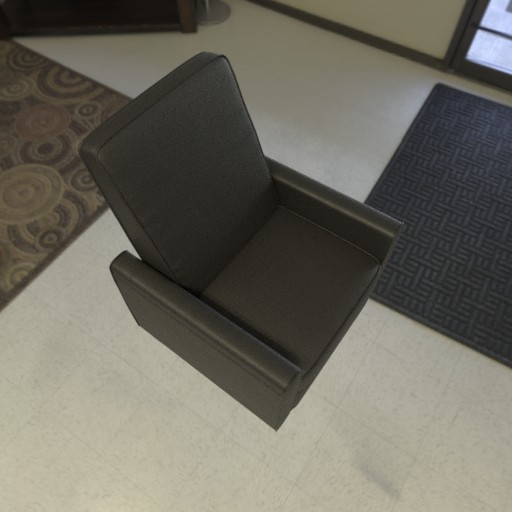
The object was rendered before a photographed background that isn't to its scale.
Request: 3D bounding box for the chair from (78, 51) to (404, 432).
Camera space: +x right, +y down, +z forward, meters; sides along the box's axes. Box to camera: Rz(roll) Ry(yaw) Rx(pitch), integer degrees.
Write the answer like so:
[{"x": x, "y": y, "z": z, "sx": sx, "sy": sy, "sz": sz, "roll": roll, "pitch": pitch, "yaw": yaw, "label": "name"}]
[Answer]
[{"x": 0.000, "y": 0.000, "z": 1.494, "sx": 0.746, "sy": 1.013, "sz": 0.705, "roll": 32, "pitch": 63, "yaw": 19, "label": "chair"}]
